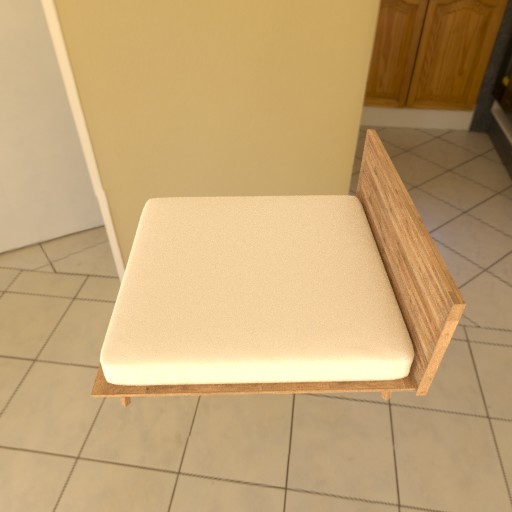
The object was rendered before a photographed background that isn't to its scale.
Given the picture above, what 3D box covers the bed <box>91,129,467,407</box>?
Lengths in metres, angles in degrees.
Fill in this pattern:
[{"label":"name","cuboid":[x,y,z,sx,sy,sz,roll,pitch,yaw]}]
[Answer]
[{"label":"bed","cuboid":[0.000,0.000,3.456,2.167,1.100,2.116,-1,41,-1]}]
